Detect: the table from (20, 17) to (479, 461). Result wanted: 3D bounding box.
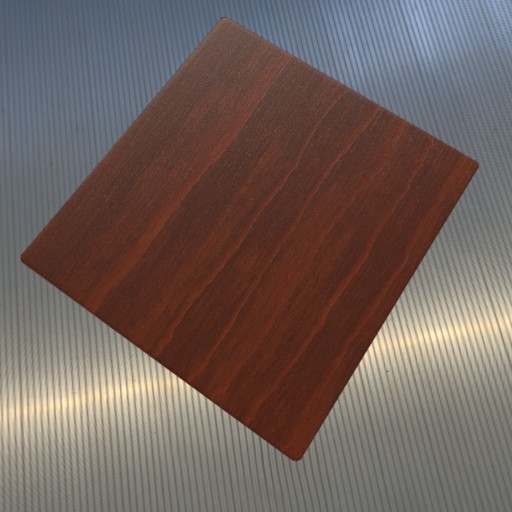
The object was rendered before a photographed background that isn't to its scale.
[{"bbox_3d":[0.000,0.000,0.953,0.500,0.567,0.533,34,78,8],"label":"table"}]
